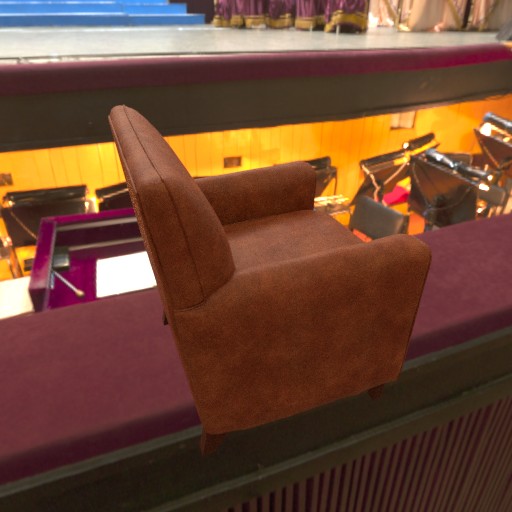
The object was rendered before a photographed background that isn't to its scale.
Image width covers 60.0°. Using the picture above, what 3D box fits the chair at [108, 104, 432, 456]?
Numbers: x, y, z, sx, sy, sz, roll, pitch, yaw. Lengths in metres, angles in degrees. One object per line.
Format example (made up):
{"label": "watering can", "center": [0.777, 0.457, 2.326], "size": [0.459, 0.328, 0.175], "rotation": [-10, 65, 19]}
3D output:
{"label": "chair", "center": [0.000, 0.000, 1.574], "size": [0.823, 0.943, 0.870], "rotation": [-11, 32, -17]}
